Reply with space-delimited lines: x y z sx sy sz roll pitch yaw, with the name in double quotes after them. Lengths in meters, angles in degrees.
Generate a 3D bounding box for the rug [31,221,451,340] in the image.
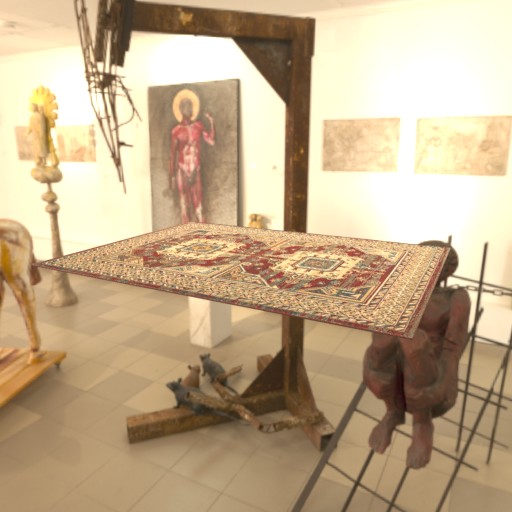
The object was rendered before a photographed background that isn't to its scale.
0.000 0.000 4.177 3.197 0.013 2.381 8 17 27 "rug"
